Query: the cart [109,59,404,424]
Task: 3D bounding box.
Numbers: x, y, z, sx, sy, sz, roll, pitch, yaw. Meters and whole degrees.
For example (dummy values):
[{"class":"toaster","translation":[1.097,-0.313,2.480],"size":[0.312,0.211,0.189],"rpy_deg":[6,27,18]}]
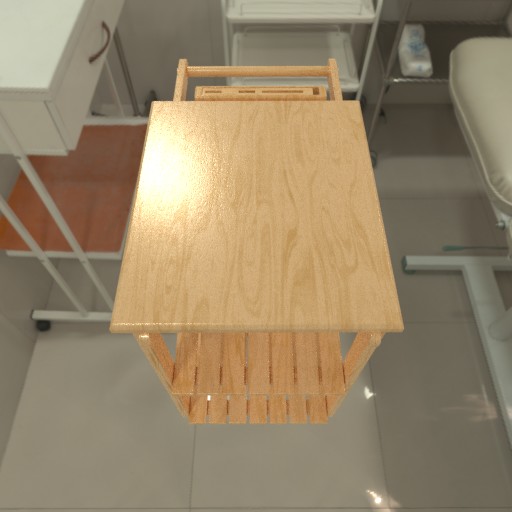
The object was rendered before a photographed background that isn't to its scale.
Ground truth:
[{"class":"cart","translation":[0.000,0.000,1.331],"size":[0.520,0.816,0.843],"rpy_deg":[0,57,0]}]
